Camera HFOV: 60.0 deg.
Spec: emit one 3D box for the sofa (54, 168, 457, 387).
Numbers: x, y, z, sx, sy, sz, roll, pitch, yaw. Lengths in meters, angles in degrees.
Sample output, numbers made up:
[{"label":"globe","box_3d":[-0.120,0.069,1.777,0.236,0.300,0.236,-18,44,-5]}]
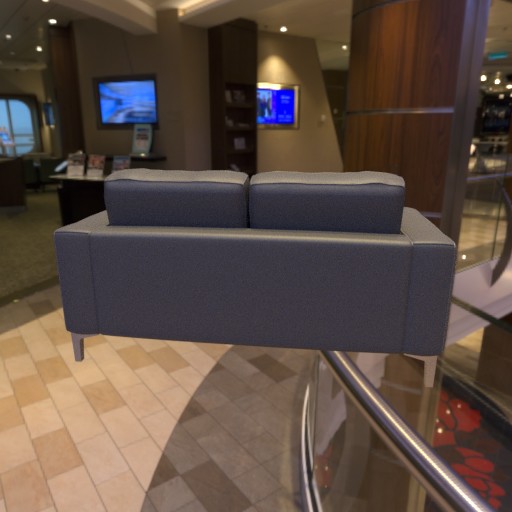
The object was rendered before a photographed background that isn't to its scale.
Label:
[{"label":"sofa","box_3d":[0.000,0.000,2.257,1.726,0.893,0.833,2,16,7]}]
